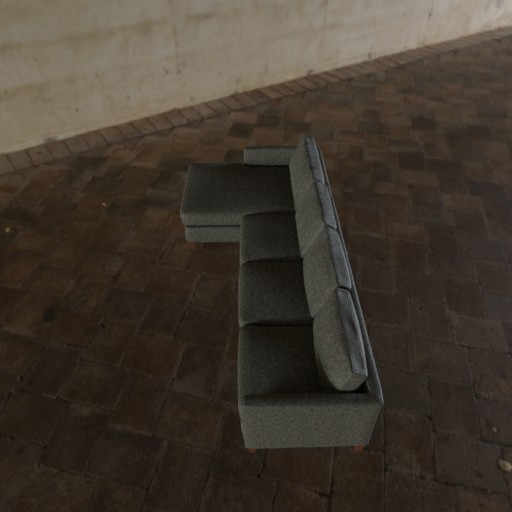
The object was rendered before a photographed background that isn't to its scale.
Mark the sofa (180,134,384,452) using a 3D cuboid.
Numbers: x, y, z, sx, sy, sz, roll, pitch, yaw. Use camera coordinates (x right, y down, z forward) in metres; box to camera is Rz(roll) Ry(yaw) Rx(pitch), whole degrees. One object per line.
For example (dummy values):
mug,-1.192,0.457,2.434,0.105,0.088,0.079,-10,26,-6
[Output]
sofa,0.000,0.000,4.298,1.635,0.960,3.485,-1,42,-1
